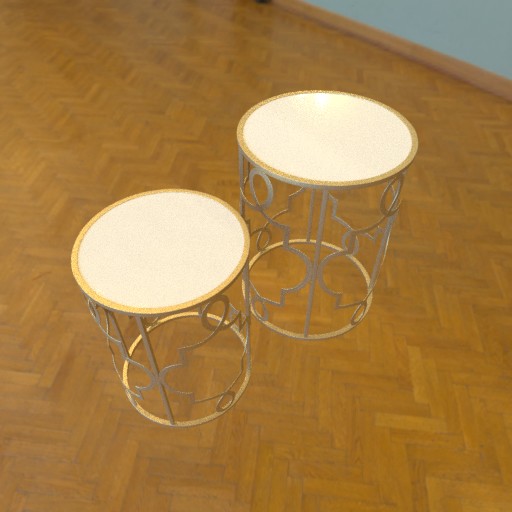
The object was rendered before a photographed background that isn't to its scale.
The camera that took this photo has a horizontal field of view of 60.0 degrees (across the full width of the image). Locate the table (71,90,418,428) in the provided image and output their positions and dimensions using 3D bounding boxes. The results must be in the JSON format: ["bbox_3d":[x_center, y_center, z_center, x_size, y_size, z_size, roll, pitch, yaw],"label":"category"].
[{"bbox_3d":[0.000,0.000,1.151,0.846,0.564,0.420,-30,53,-26],"label":"table"}]
